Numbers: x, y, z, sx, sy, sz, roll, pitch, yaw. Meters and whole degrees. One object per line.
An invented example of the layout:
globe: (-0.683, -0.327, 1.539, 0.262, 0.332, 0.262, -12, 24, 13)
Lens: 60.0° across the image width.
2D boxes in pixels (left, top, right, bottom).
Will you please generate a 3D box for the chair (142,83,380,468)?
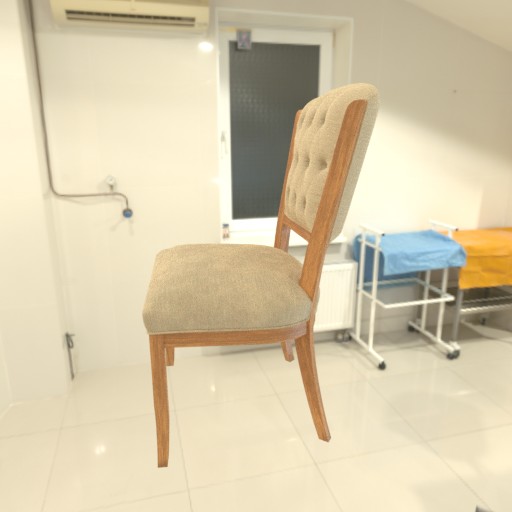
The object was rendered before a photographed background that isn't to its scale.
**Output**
chair: (0.000, 0.000, 1.239, 0.584, 0.905, 0.513, -2, 16, -8)
